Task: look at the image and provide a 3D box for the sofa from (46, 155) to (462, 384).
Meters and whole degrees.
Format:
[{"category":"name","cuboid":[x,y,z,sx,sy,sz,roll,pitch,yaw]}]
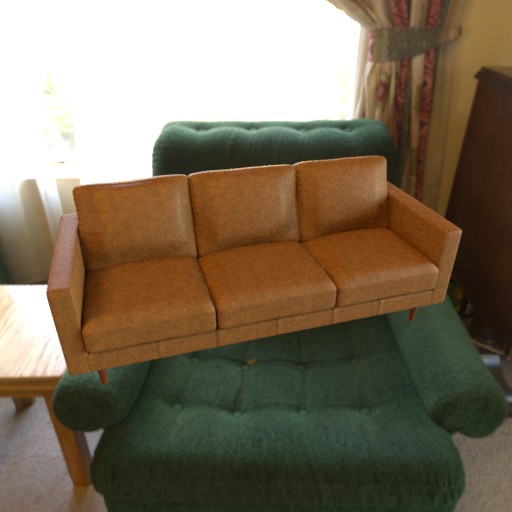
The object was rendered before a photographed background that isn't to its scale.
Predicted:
[{"category":"sofa","cuboid":[0.000,0.000,2.723,2.231,0.930,0.903,-9,31,-14]}]
